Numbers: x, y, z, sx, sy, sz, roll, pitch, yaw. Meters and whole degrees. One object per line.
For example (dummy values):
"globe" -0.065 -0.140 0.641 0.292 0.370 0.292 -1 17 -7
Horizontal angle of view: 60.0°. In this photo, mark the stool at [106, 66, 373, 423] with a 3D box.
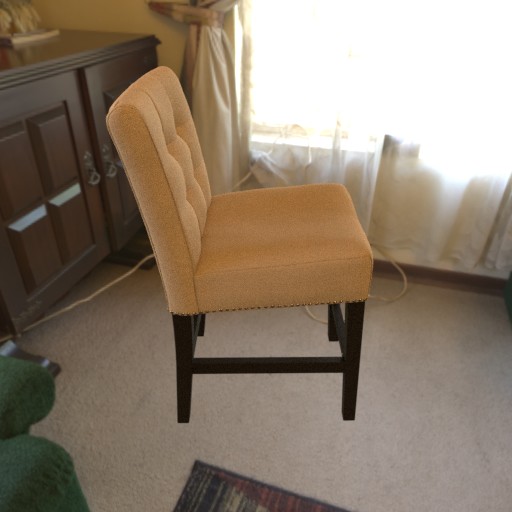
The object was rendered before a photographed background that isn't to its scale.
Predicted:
"stool" 0.000 0.000 1.185 0.571 0.885 0.427 0 32 0
